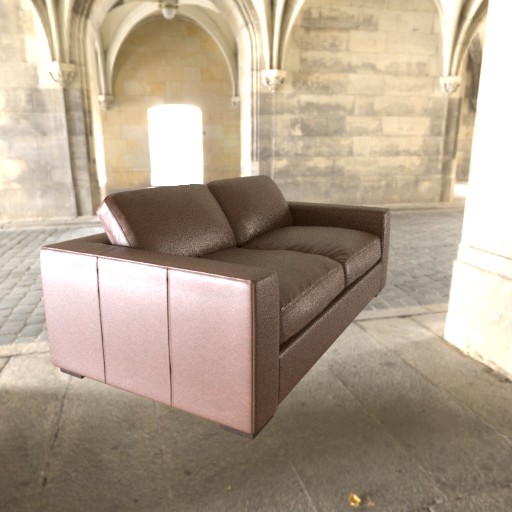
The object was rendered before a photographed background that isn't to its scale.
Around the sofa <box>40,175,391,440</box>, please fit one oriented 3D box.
[{"bbox_3d":[0.000,0.000,2.455,1.070,0.800,1.920,8,16,28],"label":"sofa"}]
